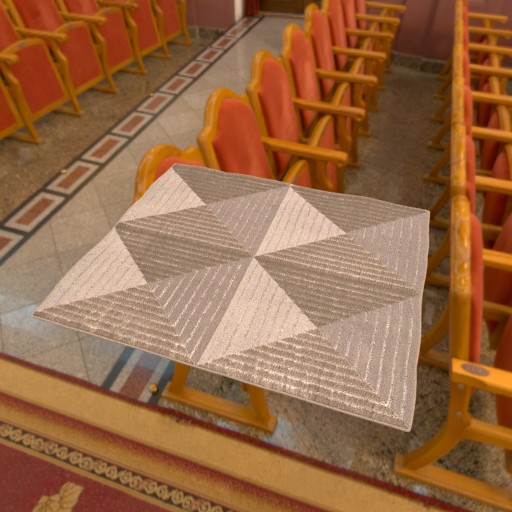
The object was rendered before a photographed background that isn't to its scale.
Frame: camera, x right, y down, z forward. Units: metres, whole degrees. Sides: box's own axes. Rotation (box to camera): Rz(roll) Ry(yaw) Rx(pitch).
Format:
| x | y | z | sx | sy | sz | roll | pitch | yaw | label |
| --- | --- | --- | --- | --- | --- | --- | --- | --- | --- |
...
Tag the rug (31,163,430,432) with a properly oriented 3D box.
| x | y | z | sx | sy | sz | roll | pitch | yaw | label |
| --- | --- | --- | --- | --- | --- | --- | --- | --- | --- |
| 0.000 | 0.000 | 0.876 | 0.642 | 0.008 | 0.551 | 13 | 43 | 14 | rug |
